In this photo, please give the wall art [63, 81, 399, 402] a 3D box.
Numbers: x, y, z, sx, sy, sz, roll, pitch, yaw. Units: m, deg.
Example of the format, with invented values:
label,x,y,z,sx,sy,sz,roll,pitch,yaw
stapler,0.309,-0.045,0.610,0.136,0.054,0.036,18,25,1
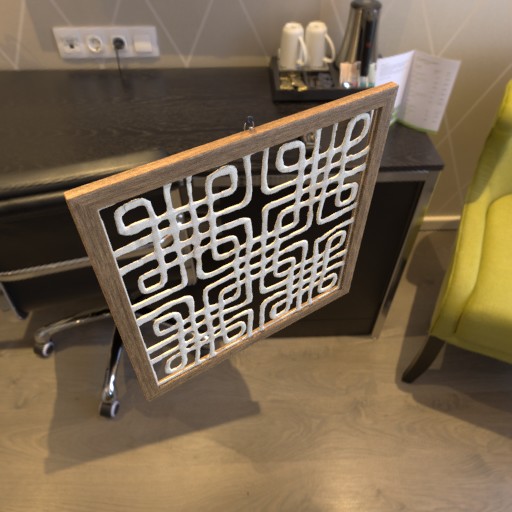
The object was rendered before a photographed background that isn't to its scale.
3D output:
label,x,y,z,sx,sy,sz,roll,pitch,yaw
wall art,0.000,0.000,0.847,0.561,0.582,0.021,-25,52,-22
